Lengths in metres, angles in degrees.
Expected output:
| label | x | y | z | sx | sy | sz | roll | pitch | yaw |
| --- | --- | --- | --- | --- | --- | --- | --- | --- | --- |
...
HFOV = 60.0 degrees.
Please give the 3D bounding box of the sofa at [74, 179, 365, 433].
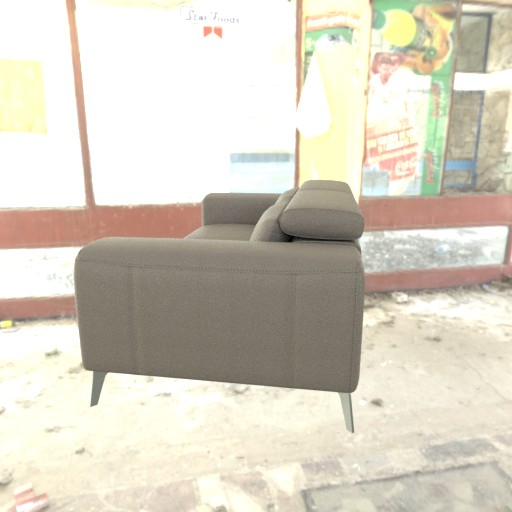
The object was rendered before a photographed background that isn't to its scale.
| label | x | y | z | sx | sy | sz | roll | pitch | yaw |
| --- | --- | --- | --- | --- | --- | --- | --- | --- | --- |
| sofa | 0.000 | 0.000 | 2.414 | 1.024 | 0.753 | 1.930 | 2 | 15 | 9 |
